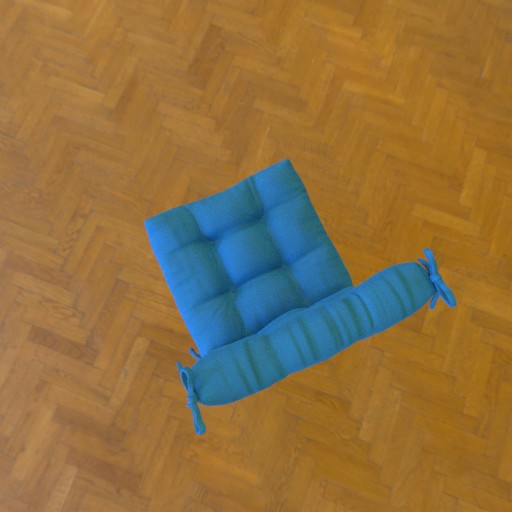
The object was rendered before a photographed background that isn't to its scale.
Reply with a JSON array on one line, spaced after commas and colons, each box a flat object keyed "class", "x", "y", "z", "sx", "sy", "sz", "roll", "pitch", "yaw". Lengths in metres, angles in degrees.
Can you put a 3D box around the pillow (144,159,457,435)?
[{"class": "pillow", "x": 0.000, "y": 0.000, "z": 1.044, "sx": 0.519, "sy": 0.605, "sz": 0.571, "roll": -25, "pitch": 77, "yaw": -6}]
